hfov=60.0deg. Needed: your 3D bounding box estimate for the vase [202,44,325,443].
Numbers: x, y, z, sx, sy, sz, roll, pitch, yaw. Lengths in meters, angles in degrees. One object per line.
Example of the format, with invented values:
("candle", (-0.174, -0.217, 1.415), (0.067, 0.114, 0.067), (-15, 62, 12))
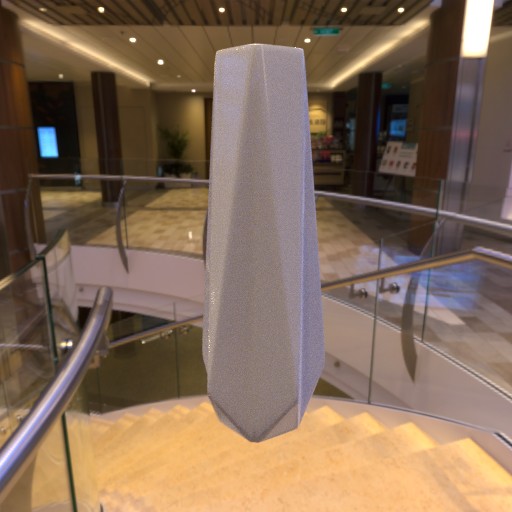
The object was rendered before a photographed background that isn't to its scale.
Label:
("vase", (0.000, 0.000, 0.387), (0.122, 0.329, 0.116), (14, 20, 42))
